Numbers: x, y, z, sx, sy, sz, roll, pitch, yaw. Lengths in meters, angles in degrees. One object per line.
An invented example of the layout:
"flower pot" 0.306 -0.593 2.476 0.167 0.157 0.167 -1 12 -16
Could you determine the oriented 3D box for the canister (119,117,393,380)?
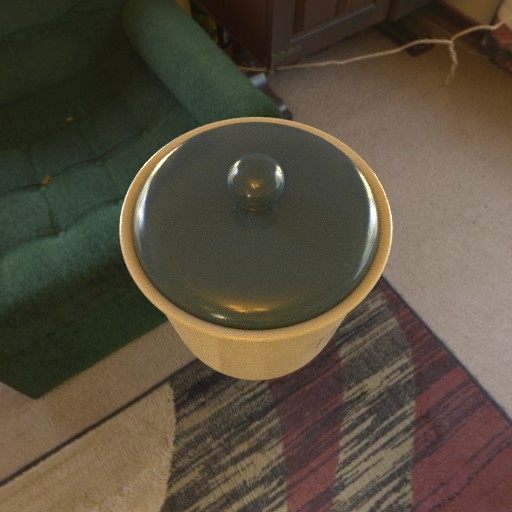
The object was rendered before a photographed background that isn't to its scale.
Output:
"canister" 0.000 0.000 0.348 0.182 0.208 0.182 0 59 0
